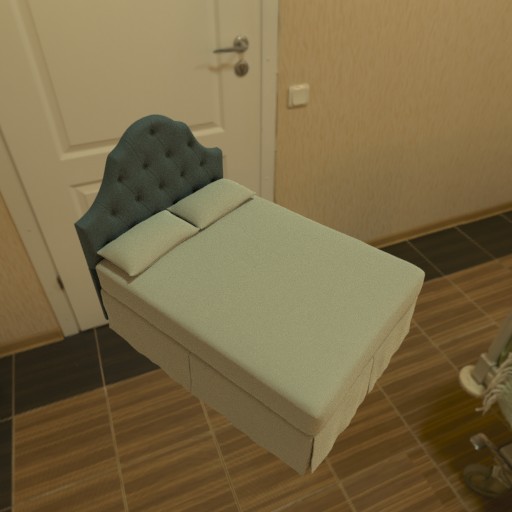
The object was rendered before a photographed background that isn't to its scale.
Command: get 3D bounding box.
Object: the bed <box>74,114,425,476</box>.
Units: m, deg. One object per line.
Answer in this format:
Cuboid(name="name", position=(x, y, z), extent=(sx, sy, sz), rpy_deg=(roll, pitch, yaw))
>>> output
Cuboid(name="bed", position=(0.000, 0.000, 3.297), extent=(2.155, 1.575, 1.636), rpy_deg=(27, 48, 28))
